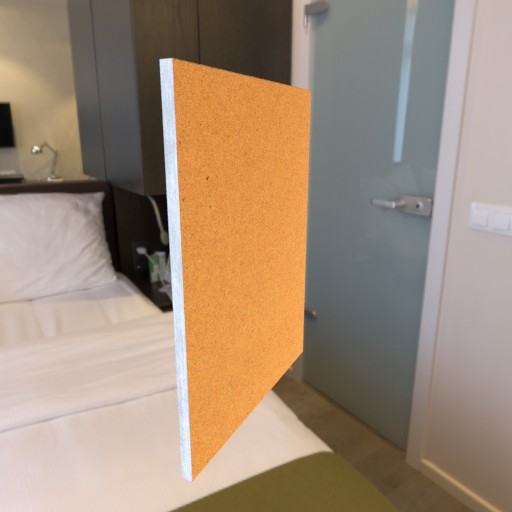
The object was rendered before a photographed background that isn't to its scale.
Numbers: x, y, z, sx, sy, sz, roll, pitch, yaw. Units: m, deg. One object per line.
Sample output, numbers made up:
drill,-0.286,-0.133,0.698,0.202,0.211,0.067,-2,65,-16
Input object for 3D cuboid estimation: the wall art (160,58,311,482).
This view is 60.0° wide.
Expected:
wall art,0.000,0.000,0.823,0.020,0.613,0.481,8,17,26
